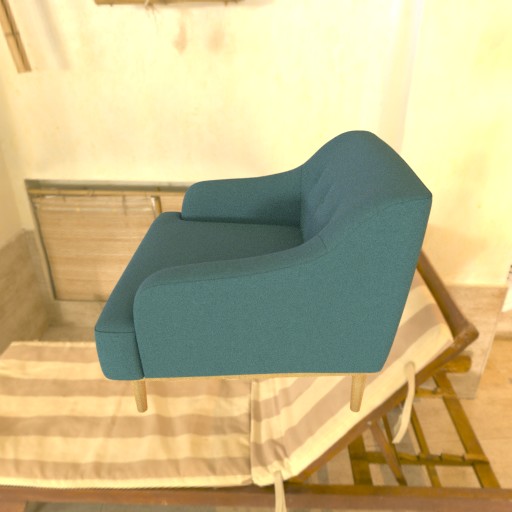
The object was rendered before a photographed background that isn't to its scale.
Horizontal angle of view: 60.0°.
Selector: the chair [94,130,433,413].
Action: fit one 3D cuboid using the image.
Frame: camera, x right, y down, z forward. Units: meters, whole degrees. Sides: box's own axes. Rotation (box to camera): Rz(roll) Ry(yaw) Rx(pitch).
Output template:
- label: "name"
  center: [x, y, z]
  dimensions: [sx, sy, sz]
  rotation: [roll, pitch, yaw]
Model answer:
- label: "chair"
  center: [0.000, 0.000, 1.674]
  dimensions: [0.951, 0.818, 0.946]
  rotation: [1, 28, 1]
